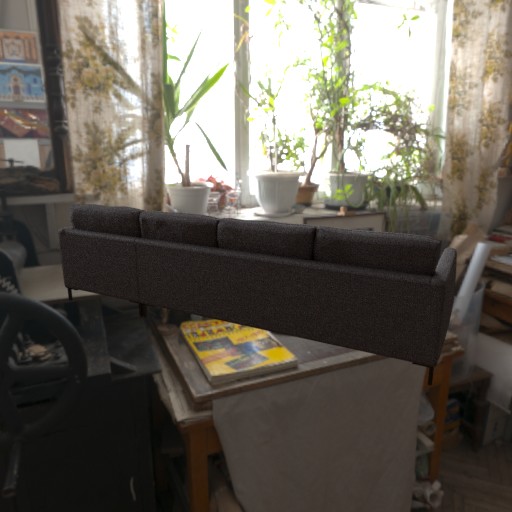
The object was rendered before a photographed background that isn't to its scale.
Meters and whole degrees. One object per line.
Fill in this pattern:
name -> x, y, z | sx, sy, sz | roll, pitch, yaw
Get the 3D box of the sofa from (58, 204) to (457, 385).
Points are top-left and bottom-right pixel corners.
sofa -> 0.000, 0.000, 3.861 | 3.221, 0.892, 1.483 | 8, 17, 26
